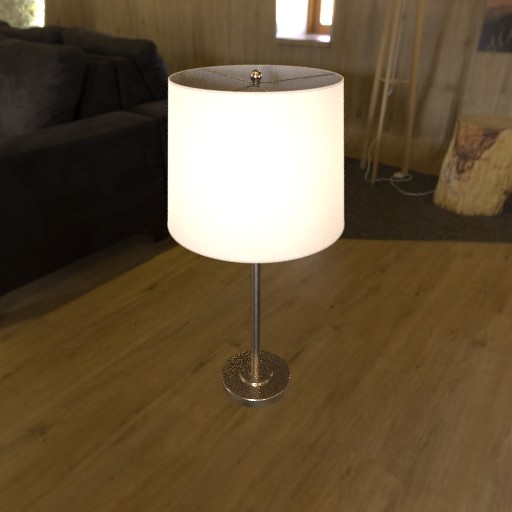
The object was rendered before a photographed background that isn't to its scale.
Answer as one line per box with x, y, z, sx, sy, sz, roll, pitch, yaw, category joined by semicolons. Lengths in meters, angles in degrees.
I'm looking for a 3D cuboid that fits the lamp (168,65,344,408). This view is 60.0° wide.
0.000;0.000;0.890;0.333;0.696;0.333;0;30;0;lamp
